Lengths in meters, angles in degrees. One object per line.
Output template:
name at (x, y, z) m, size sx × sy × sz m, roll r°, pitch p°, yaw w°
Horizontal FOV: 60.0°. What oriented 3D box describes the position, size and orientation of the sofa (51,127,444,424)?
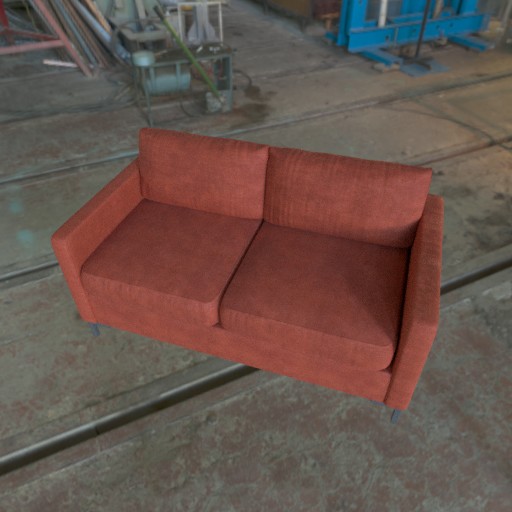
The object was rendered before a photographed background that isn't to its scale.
sofa at (0.000, 0.000, 2.094) m, size 1.574 × 0.896 × 0.864 m, roll 13°, pitch 42°, yaw 14°
